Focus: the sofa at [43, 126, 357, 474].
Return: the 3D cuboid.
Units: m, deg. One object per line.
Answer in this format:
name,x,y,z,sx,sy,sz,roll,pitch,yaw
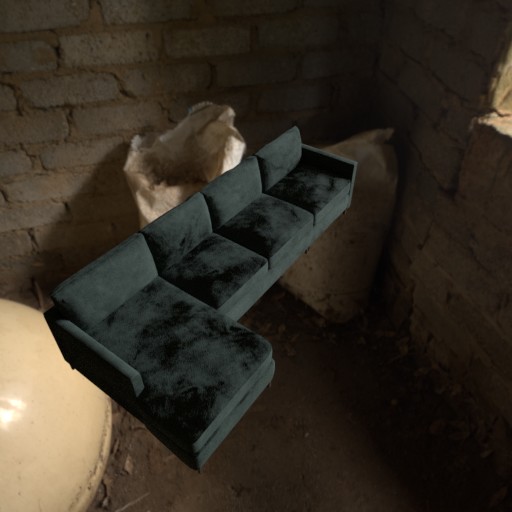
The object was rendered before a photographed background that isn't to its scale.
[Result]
sofa,0.000,0.000,4.093,1.500,0.967,3.400,26,48,26
